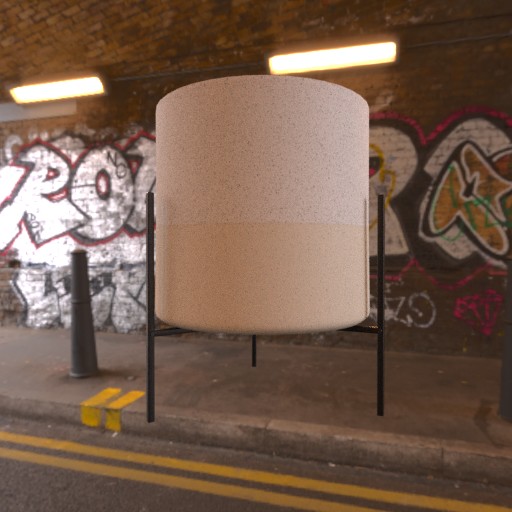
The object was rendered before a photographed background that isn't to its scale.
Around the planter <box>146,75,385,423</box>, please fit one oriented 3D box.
[{"bbox_3d":[0.000,0.000,0.657,0.335,0.423,0.313,0,1,-35],"label":"planter"}]
